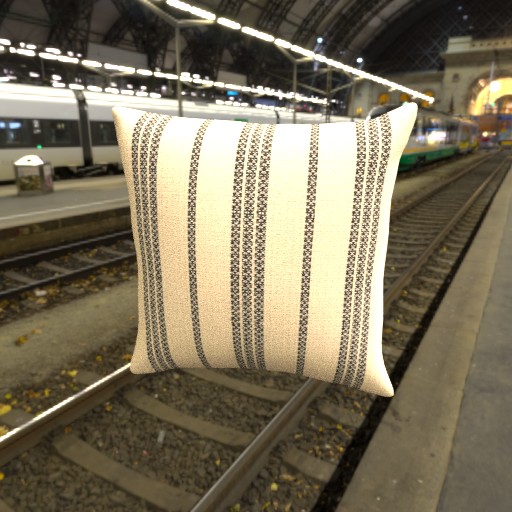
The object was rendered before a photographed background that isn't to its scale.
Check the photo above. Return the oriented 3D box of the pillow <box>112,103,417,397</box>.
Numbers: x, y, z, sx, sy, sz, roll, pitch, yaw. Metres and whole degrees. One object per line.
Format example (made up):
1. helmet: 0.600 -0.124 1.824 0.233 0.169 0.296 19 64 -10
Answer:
1. pillow: 0.000 0.000 0.626 0.405 0.406 0.173 2 15 9
